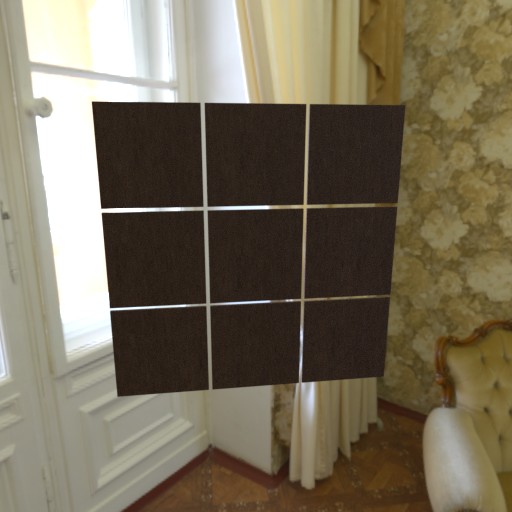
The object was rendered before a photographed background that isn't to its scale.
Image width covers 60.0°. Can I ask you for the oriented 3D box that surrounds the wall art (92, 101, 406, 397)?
[{"bbox_3d":[0.000,0.000,2.335,1.527,1.525,0.014,-2,15,-8],"label":"wall art"}]
